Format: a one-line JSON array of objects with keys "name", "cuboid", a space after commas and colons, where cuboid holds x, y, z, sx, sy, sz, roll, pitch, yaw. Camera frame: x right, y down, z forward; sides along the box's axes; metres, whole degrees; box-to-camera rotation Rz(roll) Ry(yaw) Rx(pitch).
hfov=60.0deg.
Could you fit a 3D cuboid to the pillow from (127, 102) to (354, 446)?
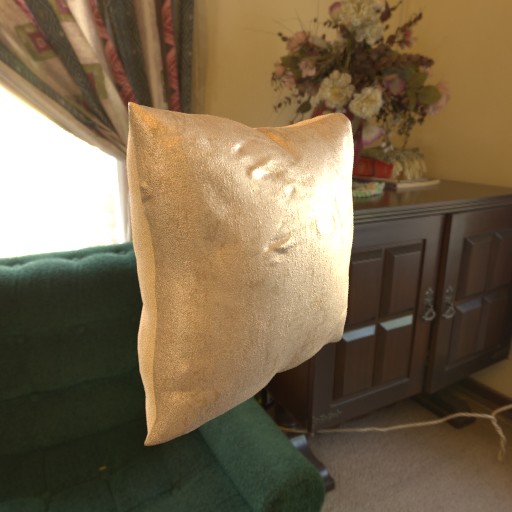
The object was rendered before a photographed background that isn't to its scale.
[{"name": "pillow", "cuboid": [0.000, 0.000, 0.707, 0.245, 0.448, 0.450, 14, 21, 43]}]
